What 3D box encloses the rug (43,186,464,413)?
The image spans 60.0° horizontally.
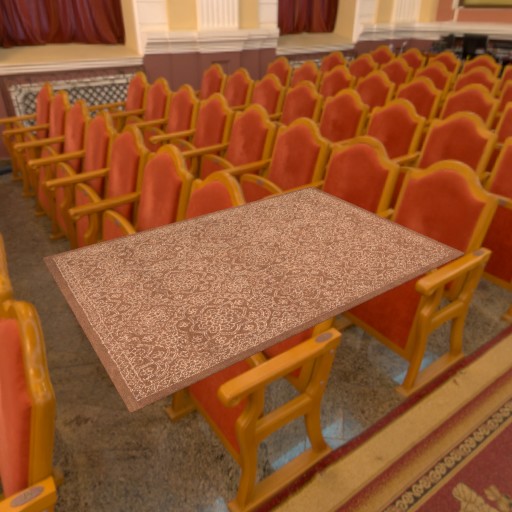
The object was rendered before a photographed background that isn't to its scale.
[{"bbox_3d":[0.000,0.000,2.882,2.286,0.011,1.524,-19,34,-30],"label":"rug"}]
